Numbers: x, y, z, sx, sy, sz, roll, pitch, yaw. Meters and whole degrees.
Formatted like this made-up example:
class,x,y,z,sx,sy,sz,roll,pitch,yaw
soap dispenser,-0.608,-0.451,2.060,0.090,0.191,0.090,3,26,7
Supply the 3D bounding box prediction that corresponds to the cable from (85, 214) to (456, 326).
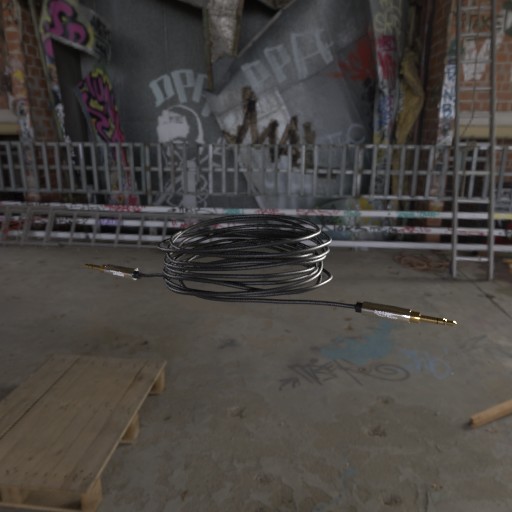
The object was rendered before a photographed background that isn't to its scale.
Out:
class,x,y,z,sx,sy,sz,roll,pitch,yaw
cable,0.000,0.000,0.510,0.432,0.069,0.198,8,18,25
